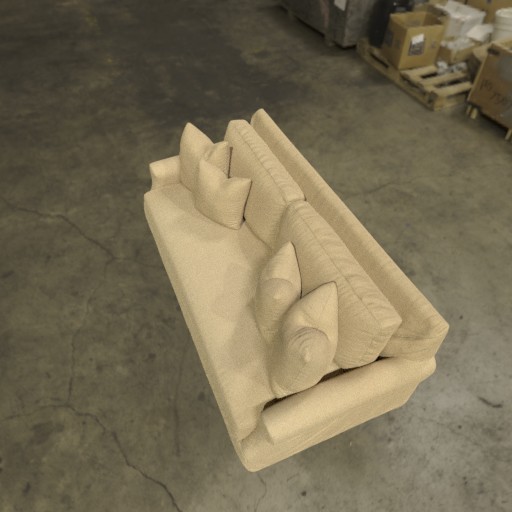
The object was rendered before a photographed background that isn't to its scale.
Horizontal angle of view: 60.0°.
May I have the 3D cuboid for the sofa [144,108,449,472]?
[{"bbox_3d":[0.000,0.000,2.844,1.067,0.904,2.285,-17,50,-16],"label":"sofa"}]
